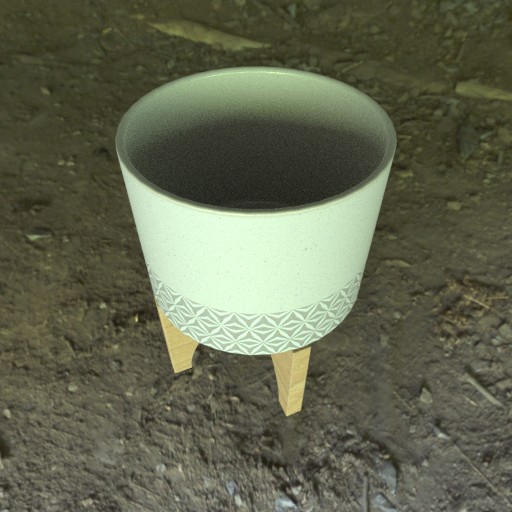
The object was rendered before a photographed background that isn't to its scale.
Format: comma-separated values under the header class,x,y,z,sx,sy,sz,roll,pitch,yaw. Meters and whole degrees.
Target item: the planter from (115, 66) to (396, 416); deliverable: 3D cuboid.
class,x,y,z,sx,sy,sz,roll,pitch,yaw
planter,0.000,0.000,0.396,0.188,0.260,0.188,0,46,0
